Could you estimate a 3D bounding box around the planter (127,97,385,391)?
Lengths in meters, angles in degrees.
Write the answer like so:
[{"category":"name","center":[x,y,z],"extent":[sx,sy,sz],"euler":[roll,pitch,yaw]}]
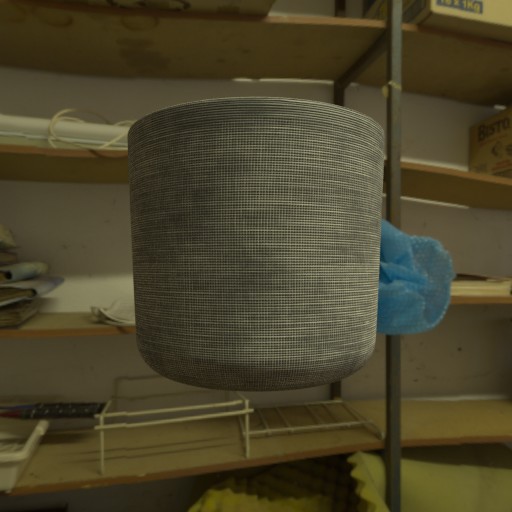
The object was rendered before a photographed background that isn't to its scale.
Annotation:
[{"category":"planter","center":[0.000,0.000,0.784],"extent":[0.440,0.398,0.440],"euler":[0,-2,0]}]
